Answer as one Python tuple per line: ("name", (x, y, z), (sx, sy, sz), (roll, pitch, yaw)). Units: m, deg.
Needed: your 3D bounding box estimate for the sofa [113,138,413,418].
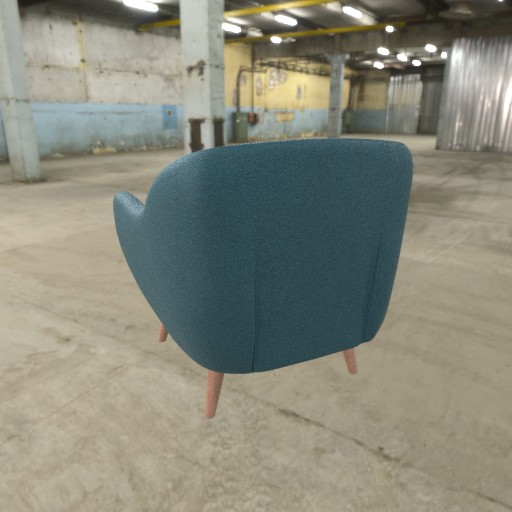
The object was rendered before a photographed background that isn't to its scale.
("sofa", (0.000, 0.000, 1.545), (0.836, 0.817, 0.825), (-8, 19, -25))
